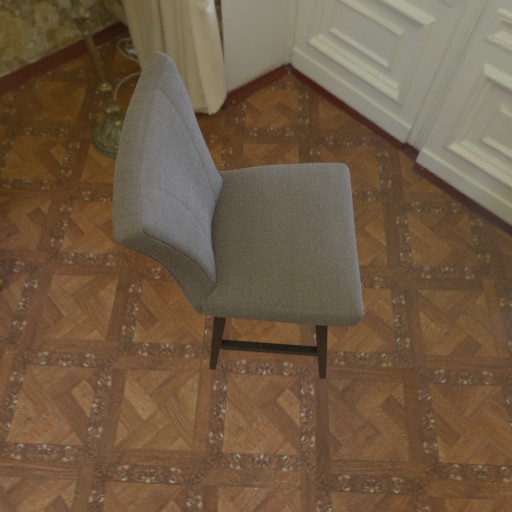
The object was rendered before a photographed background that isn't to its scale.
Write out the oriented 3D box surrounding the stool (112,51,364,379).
[{"bbox_3d":[0.000,0.000,1.381,0.574,1.086,0.514,1,62,0],"label":"stool"}]
